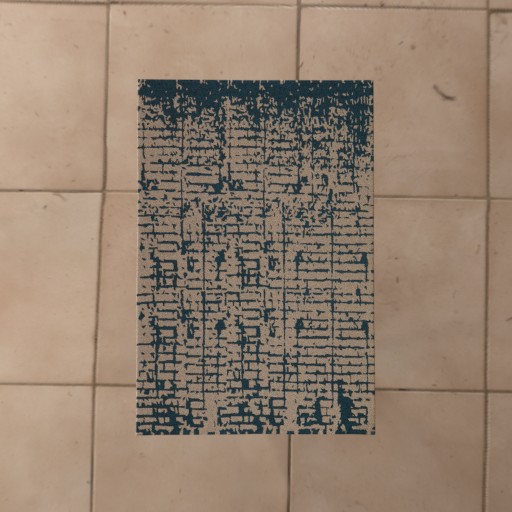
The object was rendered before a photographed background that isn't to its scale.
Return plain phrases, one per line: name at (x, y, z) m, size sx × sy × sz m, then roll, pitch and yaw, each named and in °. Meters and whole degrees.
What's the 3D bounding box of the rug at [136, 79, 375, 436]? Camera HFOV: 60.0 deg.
rug at (0.000, 0.000, 2.278) m, size 1.220 × 0.007 × 1.828 m, roll 0°, pitch 89°, yaw -1°
